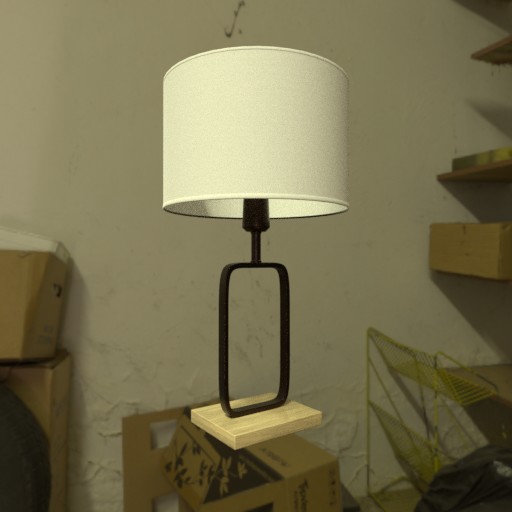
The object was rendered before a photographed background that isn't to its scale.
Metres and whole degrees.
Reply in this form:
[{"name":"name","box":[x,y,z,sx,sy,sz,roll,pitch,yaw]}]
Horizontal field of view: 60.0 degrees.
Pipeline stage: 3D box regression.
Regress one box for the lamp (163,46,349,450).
[{"name":"lamp","box":[0.000,0.000,0.675,0.279,0.508,0.279,0,-1,-35]}]
